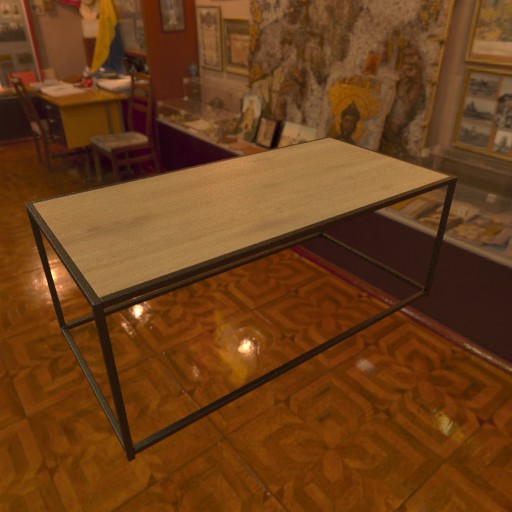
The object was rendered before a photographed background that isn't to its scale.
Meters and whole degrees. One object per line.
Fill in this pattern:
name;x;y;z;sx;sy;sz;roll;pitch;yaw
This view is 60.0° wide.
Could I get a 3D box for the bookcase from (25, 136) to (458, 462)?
bookcase;0.000;0.000;1.232;1.000;0.400;0.500;-20;36;-30
